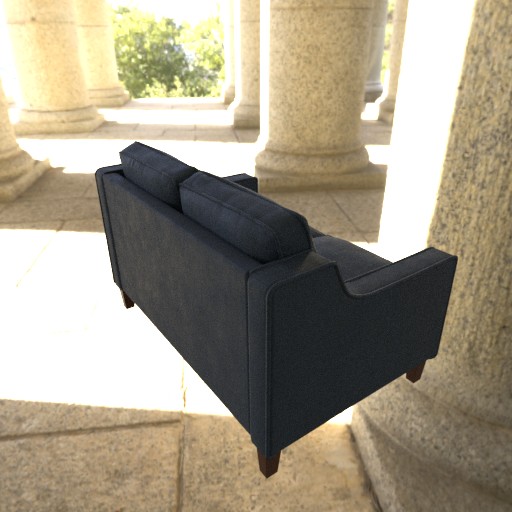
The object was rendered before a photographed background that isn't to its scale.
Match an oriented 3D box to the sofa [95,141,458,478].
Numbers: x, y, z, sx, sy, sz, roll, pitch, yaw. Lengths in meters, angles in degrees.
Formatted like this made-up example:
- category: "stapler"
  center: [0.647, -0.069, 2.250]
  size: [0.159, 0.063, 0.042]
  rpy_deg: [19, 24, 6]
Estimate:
- category: "sofa"
  center: [0.000, 0.000, 2.146]
  size: [0.987, 0.971, 1.501]
  rpy_deg: [-18, 31, -32]
